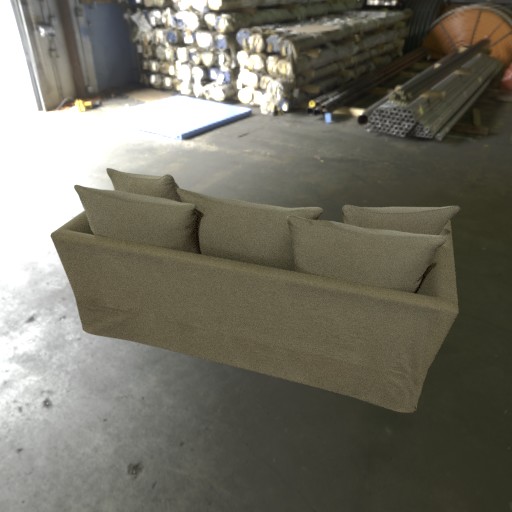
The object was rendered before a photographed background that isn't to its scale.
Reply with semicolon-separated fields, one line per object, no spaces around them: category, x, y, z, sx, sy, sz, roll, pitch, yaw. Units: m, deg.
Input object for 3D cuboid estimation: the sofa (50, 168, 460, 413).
sofa;0.000;0.000;2.842;2.290;1.034;1.031;10;34;15
